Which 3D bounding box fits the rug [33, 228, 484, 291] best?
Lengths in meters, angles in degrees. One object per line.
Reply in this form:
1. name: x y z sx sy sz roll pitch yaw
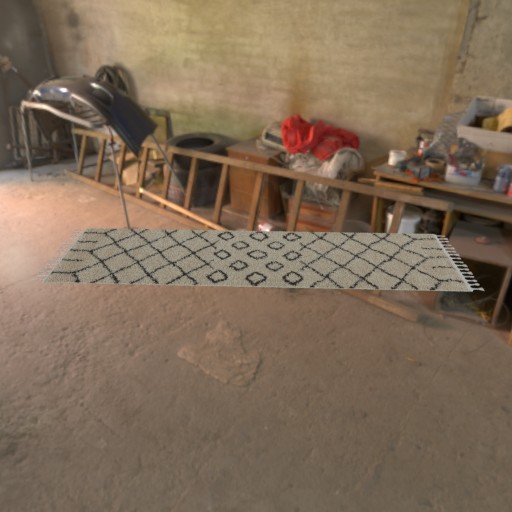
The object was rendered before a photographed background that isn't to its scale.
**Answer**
1. rug: 0.000 0.000 2.682 2.464 0.005 0.660 1 30 2
